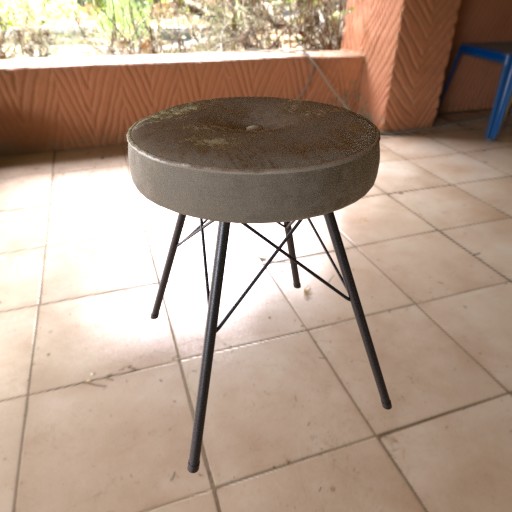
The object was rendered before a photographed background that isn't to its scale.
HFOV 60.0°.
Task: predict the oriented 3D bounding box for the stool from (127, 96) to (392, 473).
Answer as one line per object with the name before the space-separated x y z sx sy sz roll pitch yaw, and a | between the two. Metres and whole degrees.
stool | 0.000 0.000 0.867 0.423 0.538 0.457 -11 33 -17
